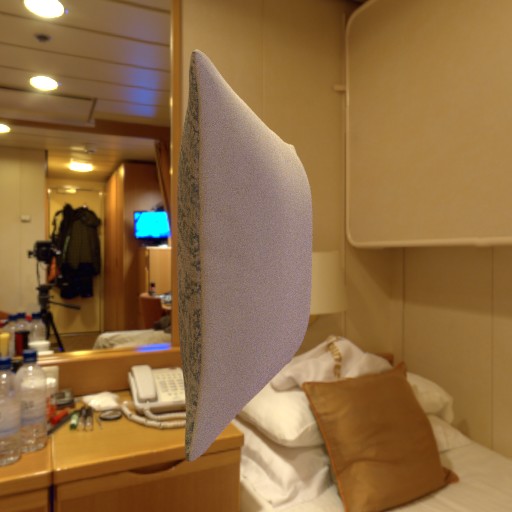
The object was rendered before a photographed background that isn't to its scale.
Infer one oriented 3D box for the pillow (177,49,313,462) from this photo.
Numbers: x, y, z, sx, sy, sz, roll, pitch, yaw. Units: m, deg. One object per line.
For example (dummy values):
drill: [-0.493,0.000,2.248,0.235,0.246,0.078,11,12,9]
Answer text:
pillow: [0.000,0.000,0.792,0.166,0.510,0.523,0,0,18]
